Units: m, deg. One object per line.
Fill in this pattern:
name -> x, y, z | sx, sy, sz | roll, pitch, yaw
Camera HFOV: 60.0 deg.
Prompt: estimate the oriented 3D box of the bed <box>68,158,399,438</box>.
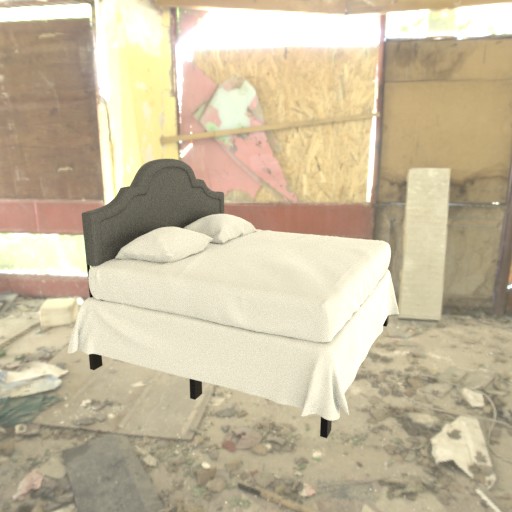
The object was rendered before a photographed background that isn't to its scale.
bed -> 0.000, 0.000, 3.844 | 2.222, 1.631, 2.303 | 7, 15, 26
